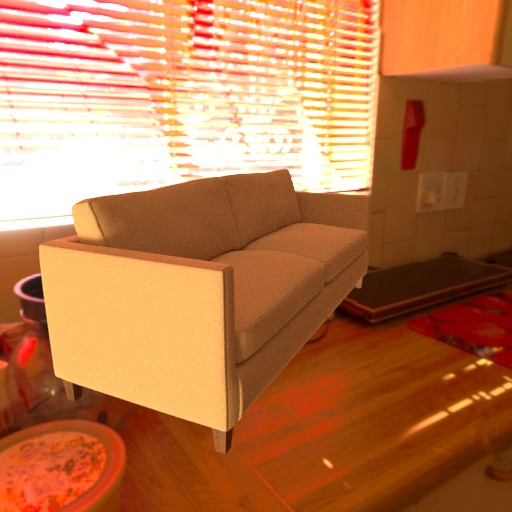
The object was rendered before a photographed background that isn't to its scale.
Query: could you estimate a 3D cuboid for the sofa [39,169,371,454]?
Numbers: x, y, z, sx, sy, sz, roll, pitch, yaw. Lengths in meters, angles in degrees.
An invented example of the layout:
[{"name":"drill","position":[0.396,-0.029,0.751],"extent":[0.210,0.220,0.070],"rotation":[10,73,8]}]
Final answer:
[{"name":"sofa","position":[0.000,0.000,2.763],"extent":[0.951,0.968,2.361],"rotation":[7,16,25]}]
